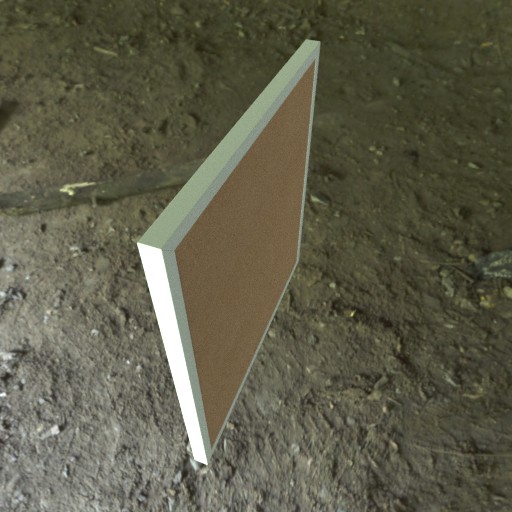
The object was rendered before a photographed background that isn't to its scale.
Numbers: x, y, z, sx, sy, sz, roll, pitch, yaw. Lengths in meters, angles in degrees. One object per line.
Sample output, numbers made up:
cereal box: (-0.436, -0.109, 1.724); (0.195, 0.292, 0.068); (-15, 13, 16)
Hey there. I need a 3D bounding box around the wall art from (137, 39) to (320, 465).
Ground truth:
wall art: (0.000, 0.000, 1.091); (0.036, 0.760, 0.760); (16, 48, 15)
